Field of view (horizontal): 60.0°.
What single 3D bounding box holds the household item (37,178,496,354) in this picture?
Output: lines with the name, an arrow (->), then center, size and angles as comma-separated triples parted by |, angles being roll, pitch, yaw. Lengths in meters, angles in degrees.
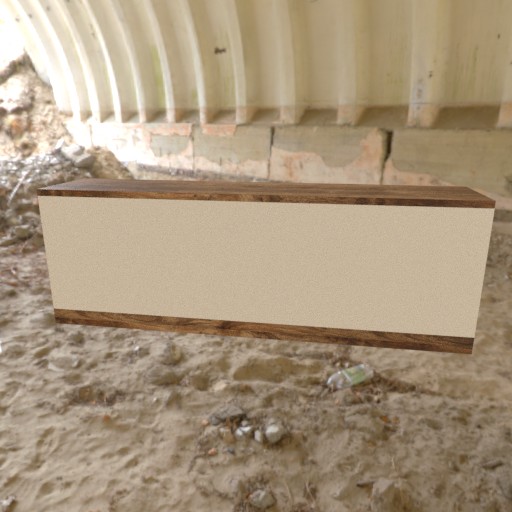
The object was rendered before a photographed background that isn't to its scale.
household item -> 0.000, 0.000, 1.994 | 1.800, 0.615, 0.390 | 3, 17, 9
